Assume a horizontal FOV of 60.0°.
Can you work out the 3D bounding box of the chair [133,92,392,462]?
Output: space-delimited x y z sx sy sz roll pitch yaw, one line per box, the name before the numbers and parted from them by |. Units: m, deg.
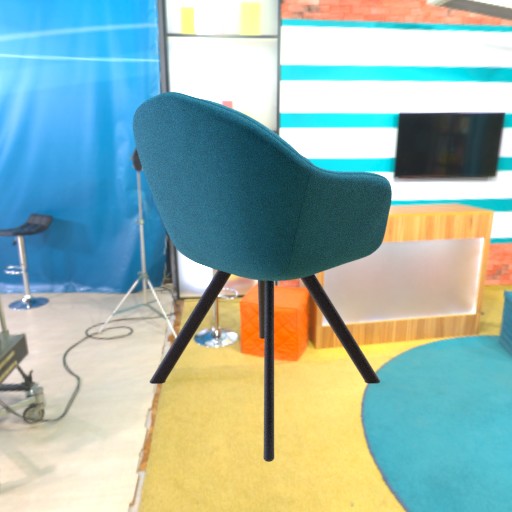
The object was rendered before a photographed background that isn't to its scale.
chair | 0.000 0.000 1.172 0.545 0.775 0.565 14 20 43
